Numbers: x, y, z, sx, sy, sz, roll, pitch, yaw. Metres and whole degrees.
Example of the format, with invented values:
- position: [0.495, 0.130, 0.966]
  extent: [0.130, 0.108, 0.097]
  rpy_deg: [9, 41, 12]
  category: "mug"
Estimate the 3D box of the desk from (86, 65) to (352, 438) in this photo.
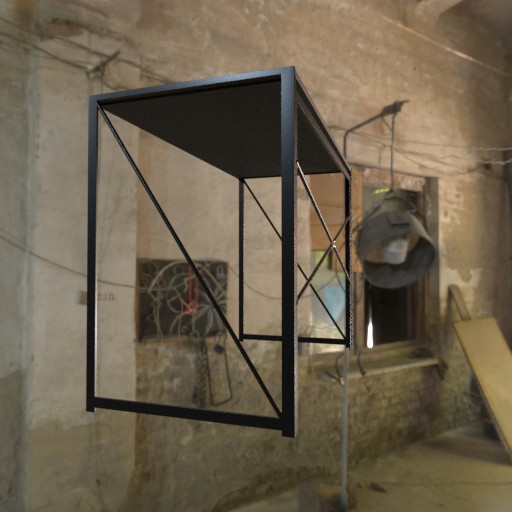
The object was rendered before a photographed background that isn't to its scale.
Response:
- position: [0.000, 0.000, 1.450]
  extent: [0.505, 0.747, 1.015]
  rpy_deg: [0, -1, 19]
  category: "desk"
